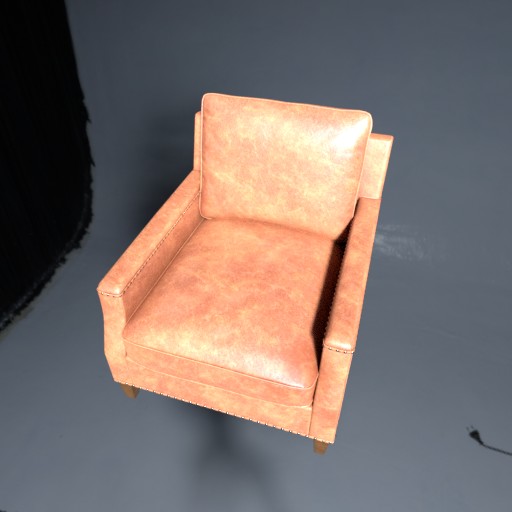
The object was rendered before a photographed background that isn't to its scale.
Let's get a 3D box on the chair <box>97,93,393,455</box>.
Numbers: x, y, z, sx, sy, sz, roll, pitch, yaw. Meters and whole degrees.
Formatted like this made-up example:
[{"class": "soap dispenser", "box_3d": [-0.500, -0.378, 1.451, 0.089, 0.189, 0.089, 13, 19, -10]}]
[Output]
[{"class": "chair", "box_3d": [0.000, 0.000, 1.717, 0.853, 0.943, 1.014, 11, 42, 13]}]
